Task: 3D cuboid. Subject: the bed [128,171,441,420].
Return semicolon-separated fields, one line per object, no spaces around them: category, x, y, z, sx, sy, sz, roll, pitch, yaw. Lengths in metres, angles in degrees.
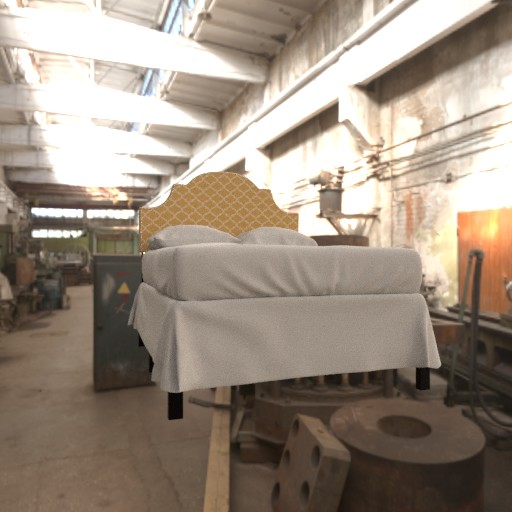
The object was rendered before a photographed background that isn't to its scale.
bed;0.000;0.000;3.386;1.780;1.633;2.222;0;0;-19
